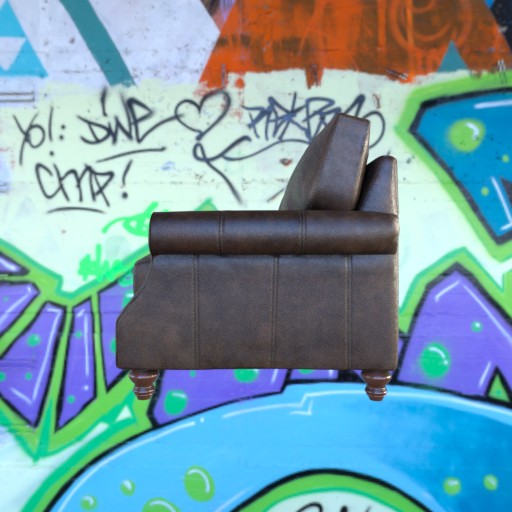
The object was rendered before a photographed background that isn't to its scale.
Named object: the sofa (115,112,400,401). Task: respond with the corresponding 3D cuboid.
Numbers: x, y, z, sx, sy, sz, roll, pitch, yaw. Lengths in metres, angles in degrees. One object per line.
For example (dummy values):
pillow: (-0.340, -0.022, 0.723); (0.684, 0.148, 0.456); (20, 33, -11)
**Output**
sofa: (0.000, 0.000, 2.198); (0.990, 0.976, 1.616); (0, 0, 1)
